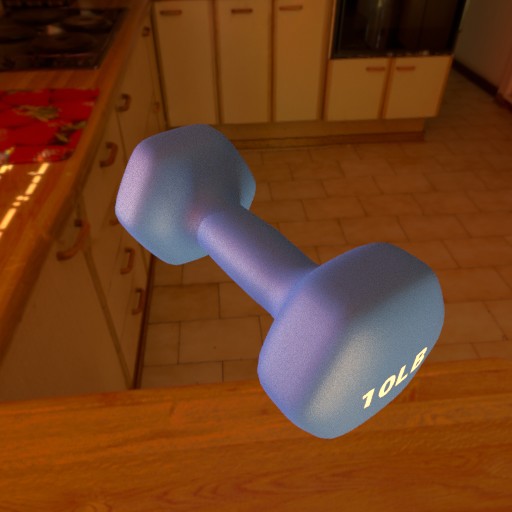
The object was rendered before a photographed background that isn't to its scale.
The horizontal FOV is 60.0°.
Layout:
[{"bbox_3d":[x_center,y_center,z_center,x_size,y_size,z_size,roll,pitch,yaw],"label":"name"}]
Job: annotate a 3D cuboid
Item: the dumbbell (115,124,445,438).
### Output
[{"bbox_3d":[0.000,0.000,0.264,0.103,0.093,0.212,-25,46,-27],"label":"dumbbell"}]
